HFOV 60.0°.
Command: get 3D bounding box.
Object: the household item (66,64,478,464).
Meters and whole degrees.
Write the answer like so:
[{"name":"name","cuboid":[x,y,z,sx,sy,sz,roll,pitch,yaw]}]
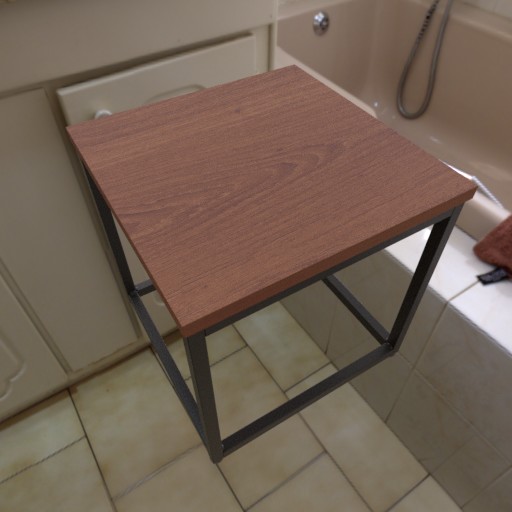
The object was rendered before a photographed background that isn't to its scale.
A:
[{"name":"household item","cuboid":[0.000,0.000,0.739,0.400,0.400,0.400,-24,51,-21]}]
